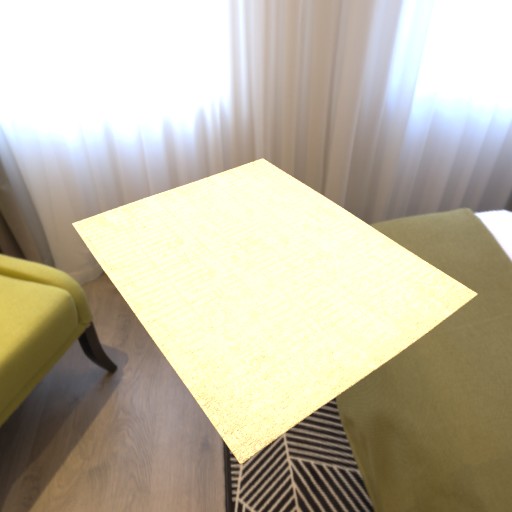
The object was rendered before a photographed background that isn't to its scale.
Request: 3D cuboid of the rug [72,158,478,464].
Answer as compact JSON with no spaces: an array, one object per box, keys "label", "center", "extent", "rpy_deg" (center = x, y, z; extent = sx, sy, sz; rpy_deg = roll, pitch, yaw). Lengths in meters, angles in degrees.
[{"label":"rug","center":[0.000,0.000,4.134],"extent":[2.447,0.014,3.061],"rpy_deg":[-25,45,-27]}]
